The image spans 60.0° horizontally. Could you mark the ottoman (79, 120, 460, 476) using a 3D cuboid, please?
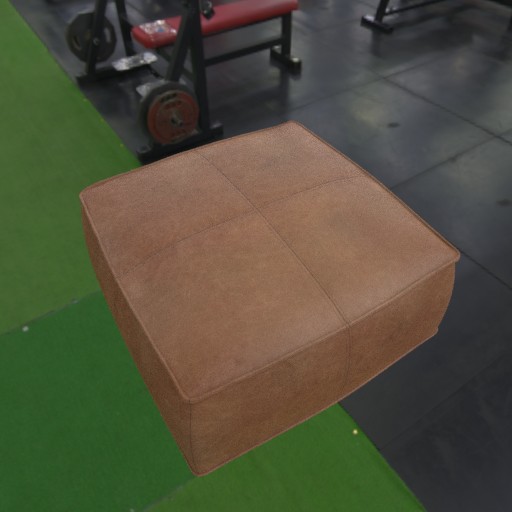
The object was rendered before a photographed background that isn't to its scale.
[{"bbox_3d":[0.000,0.000,1.369,0.902,0.395,0.901,-24,52,-20],"label":"ottoman"}]
